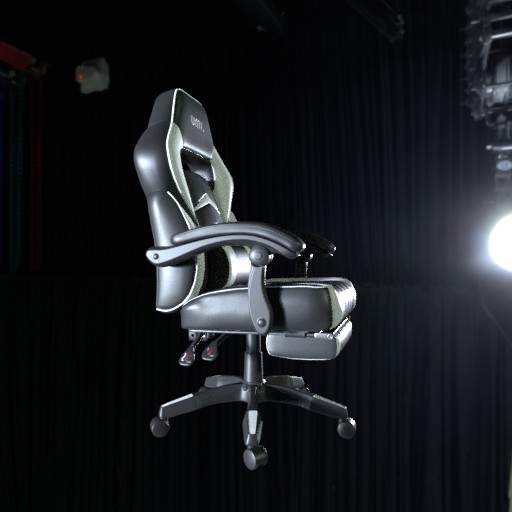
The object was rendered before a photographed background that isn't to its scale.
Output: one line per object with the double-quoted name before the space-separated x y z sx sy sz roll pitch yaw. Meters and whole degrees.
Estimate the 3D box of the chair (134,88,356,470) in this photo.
"chair" 0.000 0.000 1.583 0.700 1.200 0.676 0 0 19
